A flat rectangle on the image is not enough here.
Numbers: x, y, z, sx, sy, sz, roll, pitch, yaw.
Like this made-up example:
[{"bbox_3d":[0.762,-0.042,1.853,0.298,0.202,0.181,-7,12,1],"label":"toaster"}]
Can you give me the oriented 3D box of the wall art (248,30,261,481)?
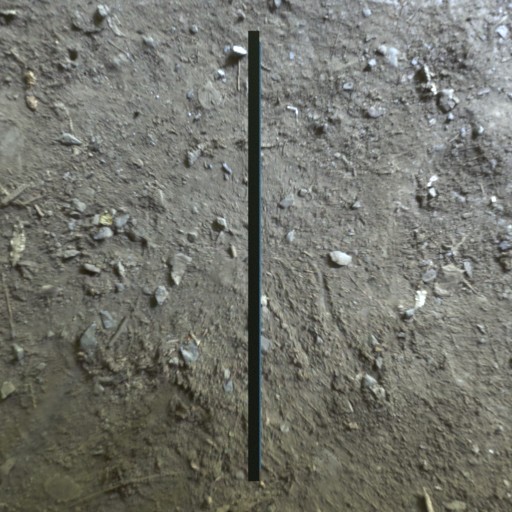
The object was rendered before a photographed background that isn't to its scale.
[{"bbox_3d":[0.000,0.000,0.679,0.013,0.457,0.458,0,90,0],"label":"wall art"}]
